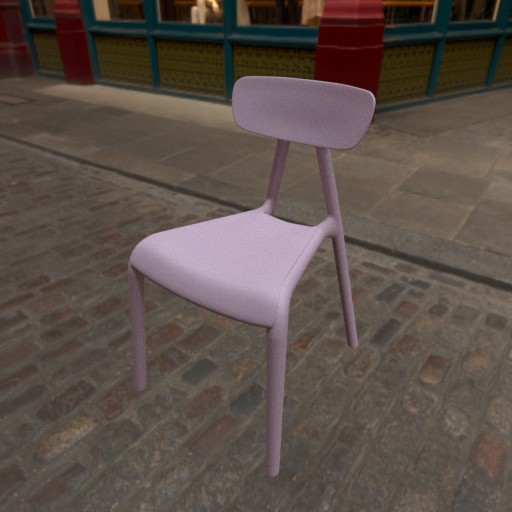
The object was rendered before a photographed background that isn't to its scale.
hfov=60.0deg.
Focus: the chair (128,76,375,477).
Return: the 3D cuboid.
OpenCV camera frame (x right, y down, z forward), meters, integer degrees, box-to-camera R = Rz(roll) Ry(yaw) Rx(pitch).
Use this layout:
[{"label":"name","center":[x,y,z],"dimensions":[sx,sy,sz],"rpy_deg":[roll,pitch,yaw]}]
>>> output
[{"label":"chair","center":[0.000,0.000,0.840],"dimensions":[0.356,0.580,0.401],"rpy_deg":[20,36,29]}]
